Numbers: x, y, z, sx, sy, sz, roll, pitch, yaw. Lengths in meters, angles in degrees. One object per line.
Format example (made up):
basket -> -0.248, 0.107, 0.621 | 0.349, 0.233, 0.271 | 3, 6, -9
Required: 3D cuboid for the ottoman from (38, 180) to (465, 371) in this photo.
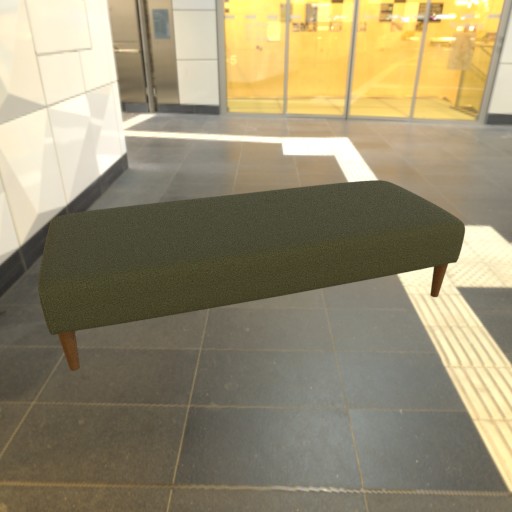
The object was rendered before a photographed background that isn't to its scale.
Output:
ottoman -> 0.000, 0.000, 1.896 | 1.609, 0.393, 0.646 | -9, 29, -16
